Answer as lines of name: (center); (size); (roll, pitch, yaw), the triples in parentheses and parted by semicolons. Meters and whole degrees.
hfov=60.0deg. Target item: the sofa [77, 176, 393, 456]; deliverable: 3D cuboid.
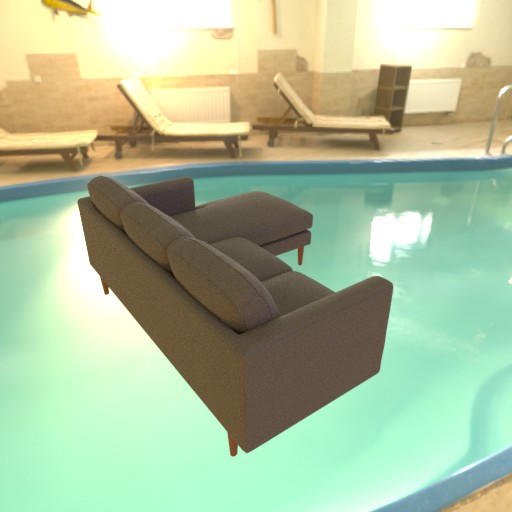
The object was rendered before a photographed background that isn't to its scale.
sofa: (0.000, 0.000, 2.852); (1.591, 0.897, 2.031); (-19, 33, -31)
